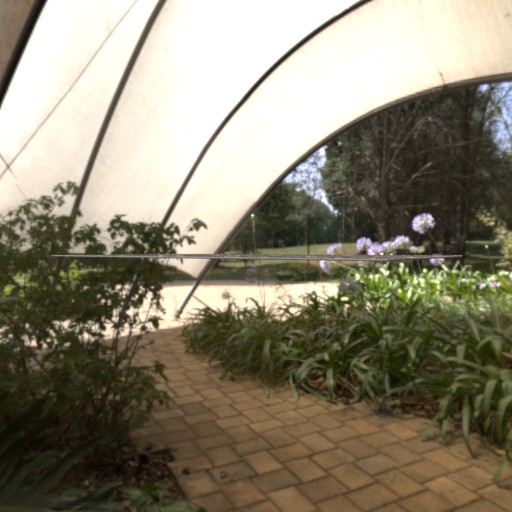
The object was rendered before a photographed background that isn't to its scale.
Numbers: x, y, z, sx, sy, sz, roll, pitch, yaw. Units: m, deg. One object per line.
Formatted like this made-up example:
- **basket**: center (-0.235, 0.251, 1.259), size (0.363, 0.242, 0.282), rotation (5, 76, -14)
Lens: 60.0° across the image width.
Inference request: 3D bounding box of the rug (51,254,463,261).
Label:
- **rug**: center (0.000, 0.000, 2.933), size (2.284, 0.008, 1.522), rotation (1, 1, 35)
